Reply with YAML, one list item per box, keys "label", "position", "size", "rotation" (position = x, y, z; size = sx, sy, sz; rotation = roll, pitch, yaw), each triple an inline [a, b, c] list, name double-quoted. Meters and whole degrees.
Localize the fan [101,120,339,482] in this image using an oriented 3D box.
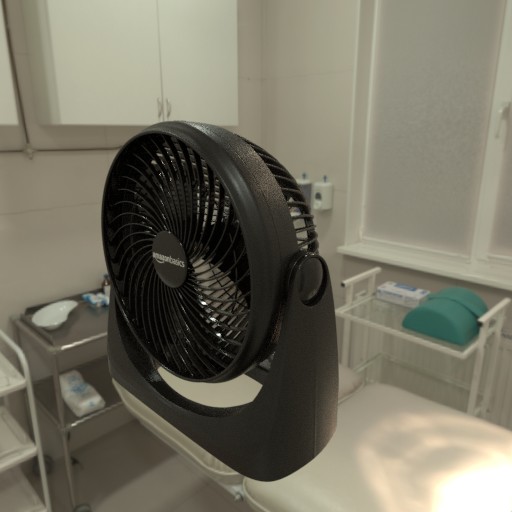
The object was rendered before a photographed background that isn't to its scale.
- label: "fan"
  position: [0.000, 0.000, 0.478]
  size: [0.273, 0.277, 0.256]
  rotation: [15, 22, 42]
